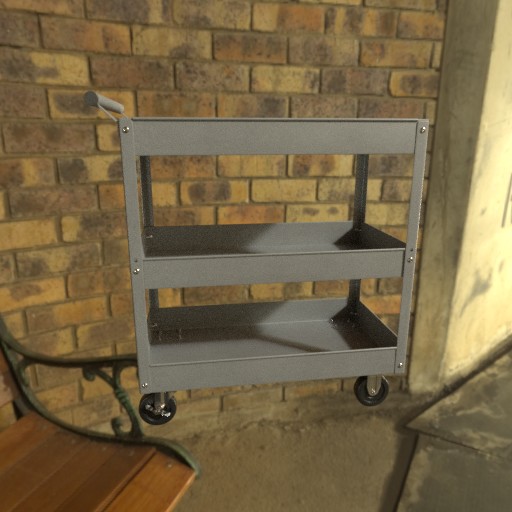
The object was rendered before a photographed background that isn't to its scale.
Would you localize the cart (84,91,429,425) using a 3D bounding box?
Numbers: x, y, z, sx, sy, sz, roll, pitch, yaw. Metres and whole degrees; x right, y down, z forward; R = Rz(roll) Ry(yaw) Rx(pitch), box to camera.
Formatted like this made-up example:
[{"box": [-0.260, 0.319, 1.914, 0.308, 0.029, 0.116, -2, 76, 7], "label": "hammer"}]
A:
[{"box": [0.000, 0.000, 1.171, 0.719, 0.780, 0.366, -2, 16, -8], "label": "cart"}]
